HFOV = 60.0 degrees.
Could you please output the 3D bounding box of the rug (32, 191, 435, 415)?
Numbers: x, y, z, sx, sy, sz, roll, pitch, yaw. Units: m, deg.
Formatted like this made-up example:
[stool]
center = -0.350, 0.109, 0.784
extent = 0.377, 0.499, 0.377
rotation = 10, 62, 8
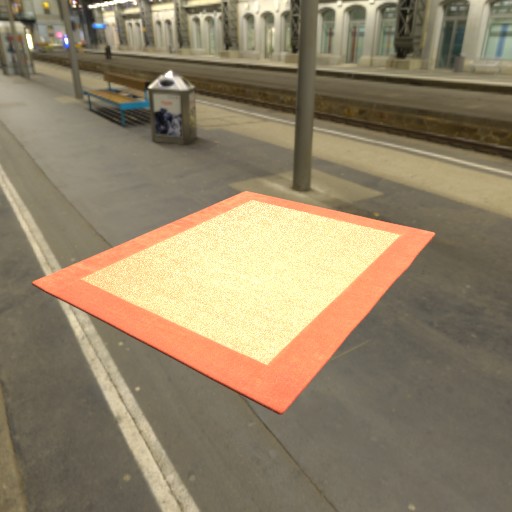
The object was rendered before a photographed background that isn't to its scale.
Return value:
[rug]
center = 0.000, 0.000, 4.071
extent = 2.430, 0.018, 2.976
rotation = 17, 31, 31
